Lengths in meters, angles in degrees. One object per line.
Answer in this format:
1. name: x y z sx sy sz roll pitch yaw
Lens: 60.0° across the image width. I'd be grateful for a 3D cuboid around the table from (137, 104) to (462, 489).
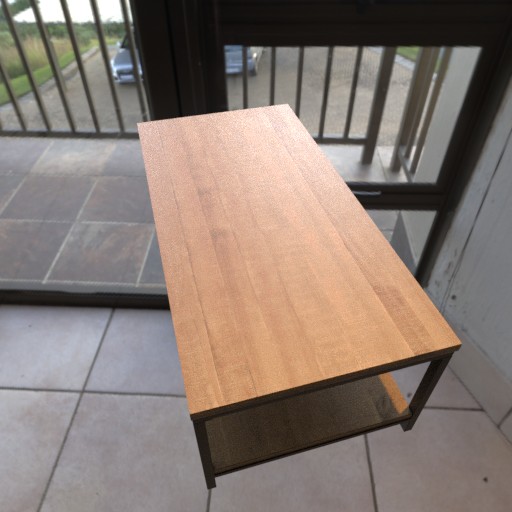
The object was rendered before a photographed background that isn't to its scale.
1. table: 0.000 0.000 1.352 0.551 0.399 1.100 -11 45 -11
